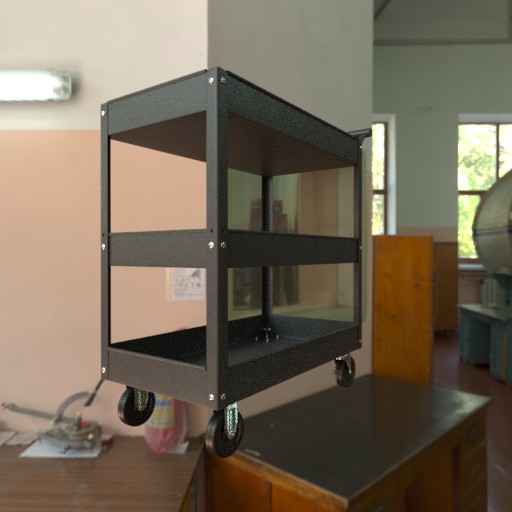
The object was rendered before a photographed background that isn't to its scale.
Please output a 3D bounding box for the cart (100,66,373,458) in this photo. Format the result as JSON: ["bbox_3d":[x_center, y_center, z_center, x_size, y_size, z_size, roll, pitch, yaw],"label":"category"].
[{"bbox_3d":[0.000,0.000,1.183,0.366,0.780,0.719,0,0,36],"label":"cart"}]
